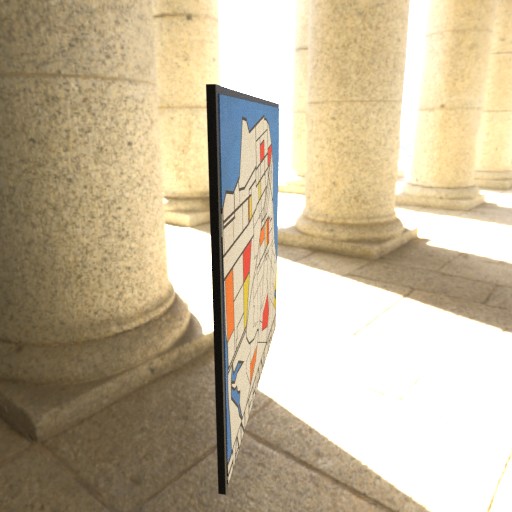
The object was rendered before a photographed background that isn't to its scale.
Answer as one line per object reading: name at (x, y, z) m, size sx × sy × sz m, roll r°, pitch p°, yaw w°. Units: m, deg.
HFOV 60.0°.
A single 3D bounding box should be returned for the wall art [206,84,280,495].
wall art at (0.000, 0.000, 0.982) m, size 0.015 × 0.663 × 0.664 m, roll 3°, pitch 17°, yaw 10°
